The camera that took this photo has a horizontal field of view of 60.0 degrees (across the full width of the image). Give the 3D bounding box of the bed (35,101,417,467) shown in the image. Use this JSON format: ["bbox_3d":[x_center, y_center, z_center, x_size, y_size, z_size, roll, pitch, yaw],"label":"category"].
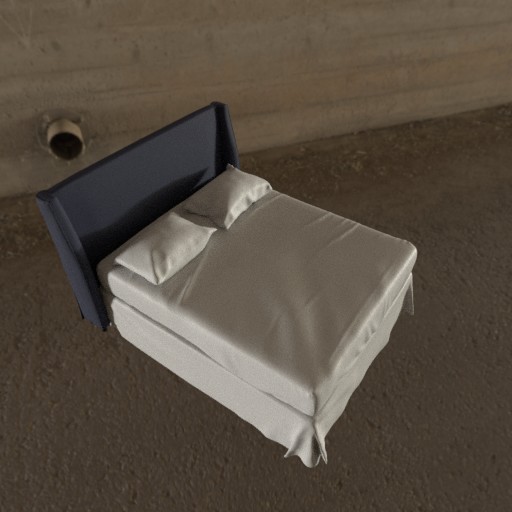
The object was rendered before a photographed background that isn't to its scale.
[{"bbox_3d":[0.000,0.000,3.441,2.276,1.332,1.925,25,48,26],"label":"bed"}]
